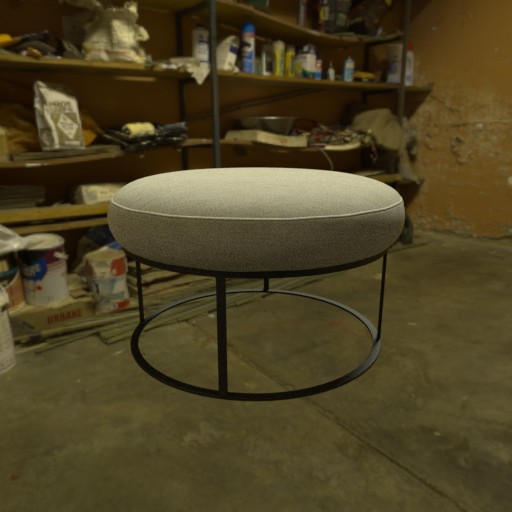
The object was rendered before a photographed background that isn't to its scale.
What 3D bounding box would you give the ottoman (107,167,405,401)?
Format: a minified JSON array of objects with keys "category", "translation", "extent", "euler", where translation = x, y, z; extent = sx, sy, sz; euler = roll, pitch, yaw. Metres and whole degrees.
[{"category":"ottoman","translation":[0.000,0.000,1.238],"extent":[0.769,0.459,0.769],"euler":[0,15,0]}]
